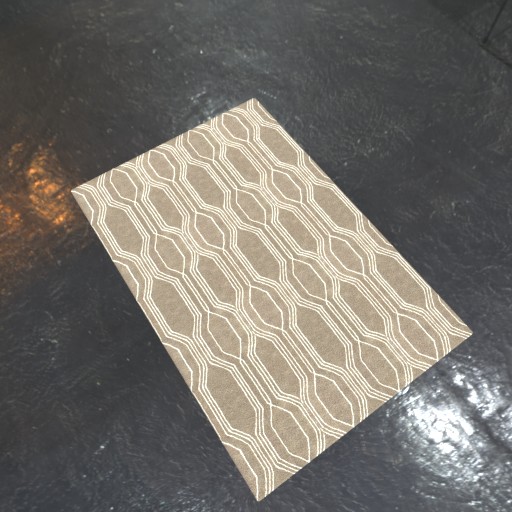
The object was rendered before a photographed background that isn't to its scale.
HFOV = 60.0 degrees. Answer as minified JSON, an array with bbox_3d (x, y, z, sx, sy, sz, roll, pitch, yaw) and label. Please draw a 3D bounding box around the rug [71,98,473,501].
[{"bbox_3d":[0.000,0.000,2.278,1.239,0.012,1.836,-32,68,-15],"label":"rug"}]
